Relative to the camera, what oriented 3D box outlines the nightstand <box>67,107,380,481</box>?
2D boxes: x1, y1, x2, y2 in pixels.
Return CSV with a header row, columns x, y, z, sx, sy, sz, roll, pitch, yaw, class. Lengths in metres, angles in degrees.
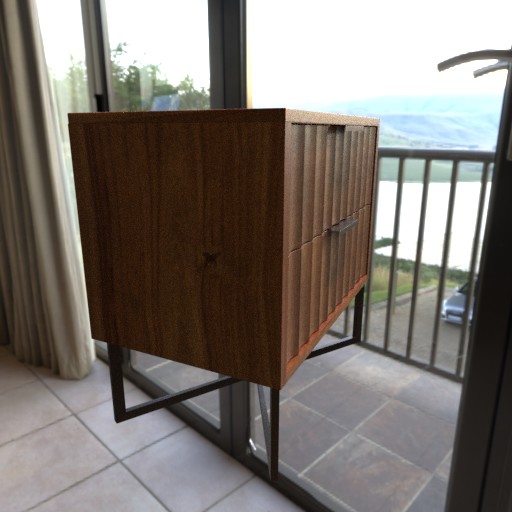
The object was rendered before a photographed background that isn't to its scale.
x,y,z,sx,sy,sz,roll,pitch,yaw,class
0.000,0.000,1.022,0.427,0.615,0.613,8,18,25,nightstand
